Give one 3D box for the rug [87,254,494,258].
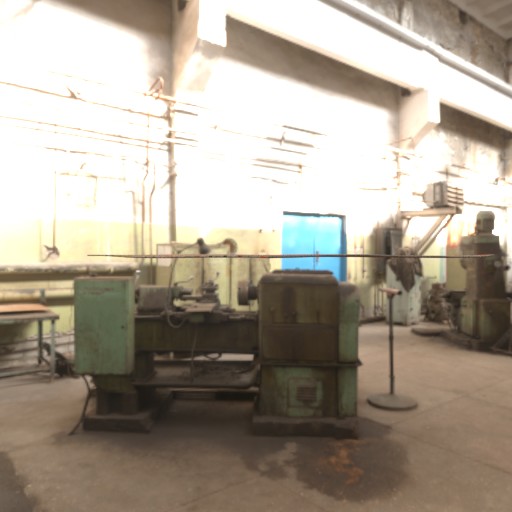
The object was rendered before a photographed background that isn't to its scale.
[{"bbox_3d":[0.000,0.000,2.300,1.220,0.017,1.835,0,0,-35],"label":"rug"}]
